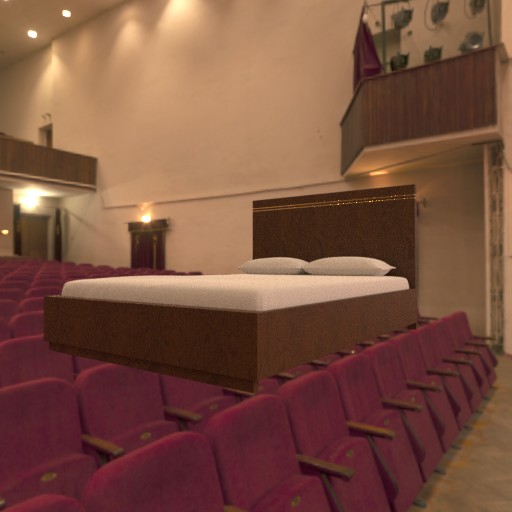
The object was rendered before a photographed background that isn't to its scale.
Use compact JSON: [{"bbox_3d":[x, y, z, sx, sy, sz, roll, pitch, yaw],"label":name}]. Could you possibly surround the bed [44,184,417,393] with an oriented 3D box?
[{"bbox_3d":[0.000,0.000,3.158,1.613,1.169,2.221,-1,-1,36],"label":"bed"}]
